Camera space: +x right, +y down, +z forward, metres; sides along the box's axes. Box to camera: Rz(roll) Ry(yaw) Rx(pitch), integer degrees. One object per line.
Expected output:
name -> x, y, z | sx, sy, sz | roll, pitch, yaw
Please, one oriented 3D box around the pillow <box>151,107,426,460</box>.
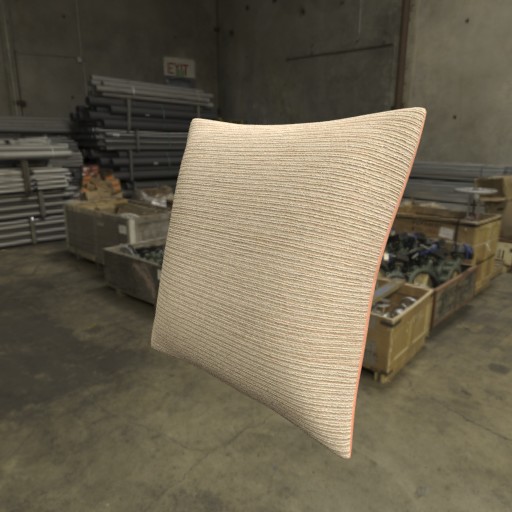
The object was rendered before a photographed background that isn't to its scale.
pillow -> 0.000, 0.000, 0.651 | 0.424, 0.401, 0.177 | 14, 20, 43
